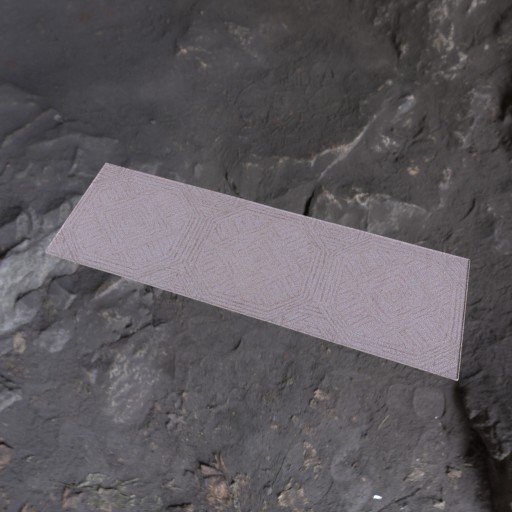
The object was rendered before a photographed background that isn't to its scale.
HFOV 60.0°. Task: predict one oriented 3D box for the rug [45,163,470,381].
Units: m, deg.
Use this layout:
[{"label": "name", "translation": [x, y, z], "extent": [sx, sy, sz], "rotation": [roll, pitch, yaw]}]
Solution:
[{"label": "rug", "translation": [0.000, 0.000, 2.674], "extent": [2.452, 0.012, 0.775], "rotation": [16, 60, 10]}]
